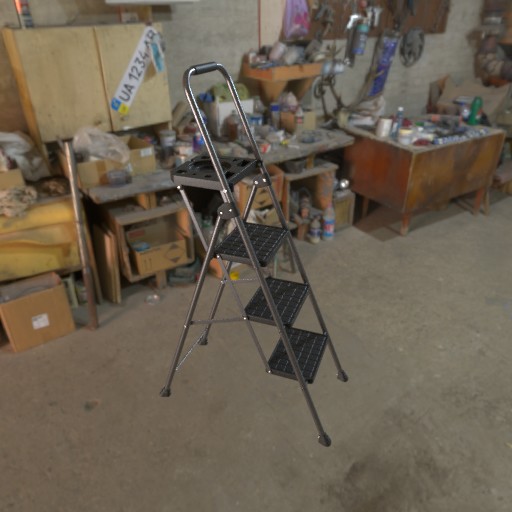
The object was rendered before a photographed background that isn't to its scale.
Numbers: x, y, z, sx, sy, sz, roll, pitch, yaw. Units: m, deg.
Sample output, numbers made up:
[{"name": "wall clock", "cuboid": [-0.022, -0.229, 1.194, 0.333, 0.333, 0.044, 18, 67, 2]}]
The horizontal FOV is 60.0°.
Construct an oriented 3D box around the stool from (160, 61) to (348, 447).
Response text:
[{"name": "stool", "cuboid": [0.000, 0.000, 1.610, 0.733, 1.277, 0.396, 10, 30, 18]}]
